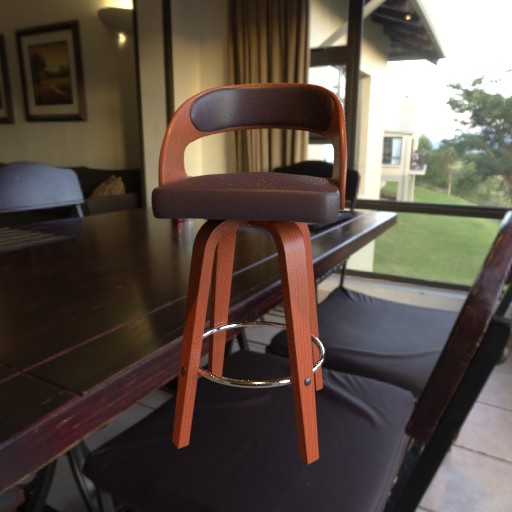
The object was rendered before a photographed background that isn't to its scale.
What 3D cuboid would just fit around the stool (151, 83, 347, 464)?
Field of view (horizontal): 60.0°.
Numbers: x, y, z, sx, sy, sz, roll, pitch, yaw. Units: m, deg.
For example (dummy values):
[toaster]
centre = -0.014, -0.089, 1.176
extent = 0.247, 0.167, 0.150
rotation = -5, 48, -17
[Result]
[stool]
centre = 0.000, 0.000, 1.209
extent = 0.457, 0.940, 0.457
rotation = 2, 14, 10
